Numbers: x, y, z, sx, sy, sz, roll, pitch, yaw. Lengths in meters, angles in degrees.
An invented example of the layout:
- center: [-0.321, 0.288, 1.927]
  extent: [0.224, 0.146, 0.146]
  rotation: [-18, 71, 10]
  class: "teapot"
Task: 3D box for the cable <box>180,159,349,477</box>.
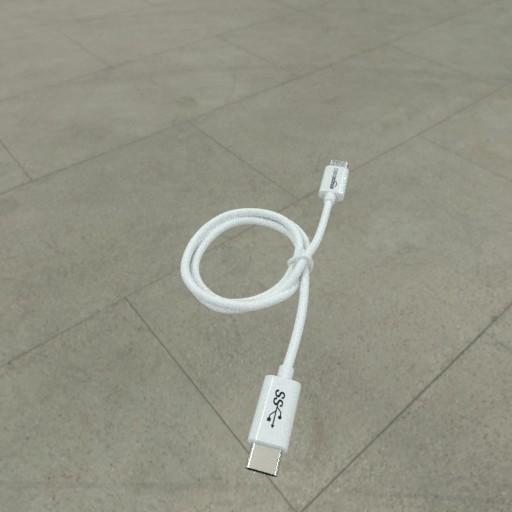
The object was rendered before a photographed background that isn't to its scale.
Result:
- center: [0.000, 0.000, 0.212]
  extent: [0.070, 0.014, 0.186]
  rotation: [11, 47, 10]
  class: "cable"
